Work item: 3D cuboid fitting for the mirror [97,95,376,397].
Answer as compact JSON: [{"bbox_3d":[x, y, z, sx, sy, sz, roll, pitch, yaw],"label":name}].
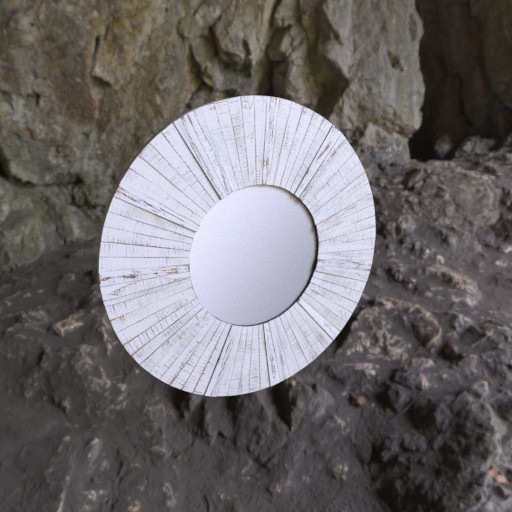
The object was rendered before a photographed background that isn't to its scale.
[{"bbox_3d":[0.000,0.000,1.344,0.914,0.914,0.038,-8,18,-26],"label":"mirror"}]
